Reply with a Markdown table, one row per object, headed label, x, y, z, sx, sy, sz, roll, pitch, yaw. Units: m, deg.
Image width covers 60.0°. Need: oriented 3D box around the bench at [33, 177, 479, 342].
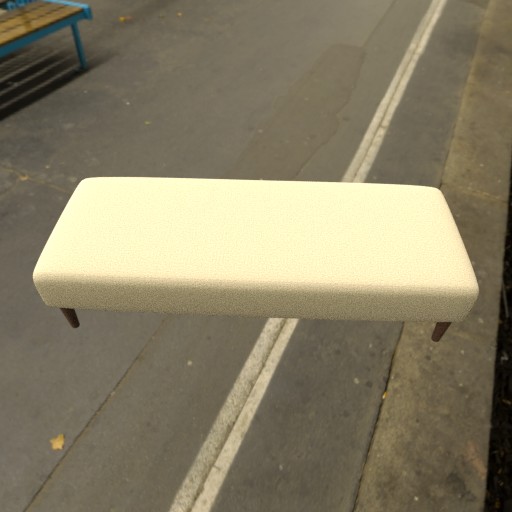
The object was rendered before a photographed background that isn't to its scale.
| label | x | y | z | sx | sy | sz | roll | pitch | yaw |
| --- | --- | --- | --- | --- | --- | --- | --- | --- | --- |
| bench | 0.000 | 0.000 | 1.896 | 1.609 | 0.393 | 0.646 | 2 | 46 | 2 |
